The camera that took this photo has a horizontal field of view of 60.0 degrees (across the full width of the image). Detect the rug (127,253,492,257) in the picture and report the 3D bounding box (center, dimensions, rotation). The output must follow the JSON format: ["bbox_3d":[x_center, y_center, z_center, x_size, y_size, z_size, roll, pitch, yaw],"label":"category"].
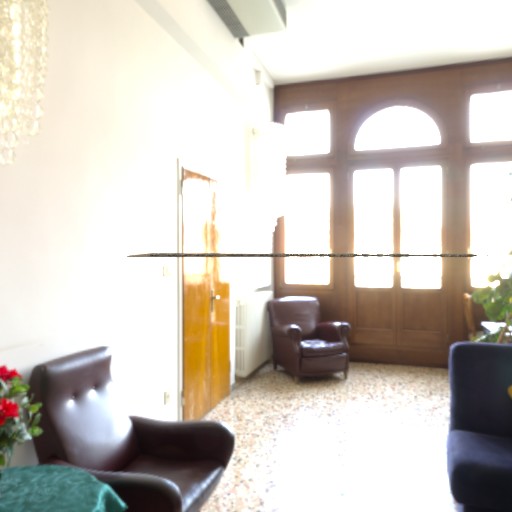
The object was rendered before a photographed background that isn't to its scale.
[{"bbox_3d":[0.000,0.000,2.317,1.243,0.013,1.872,0,0,-18],"label":"rug"}]
